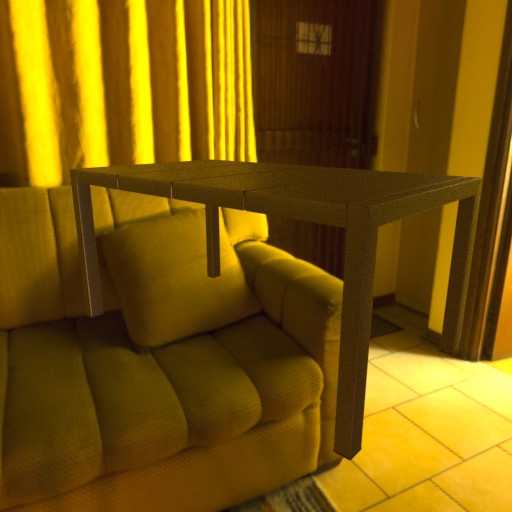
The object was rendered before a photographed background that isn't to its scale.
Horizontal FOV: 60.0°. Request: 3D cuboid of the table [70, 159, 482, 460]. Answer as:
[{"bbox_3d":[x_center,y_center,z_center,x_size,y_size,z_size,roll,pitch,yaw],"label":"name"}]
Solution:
[{"bbox_3d":[0.000,0.000,1.241,0.965,0.460,0.559,14,21,40],"label":"table"}]
